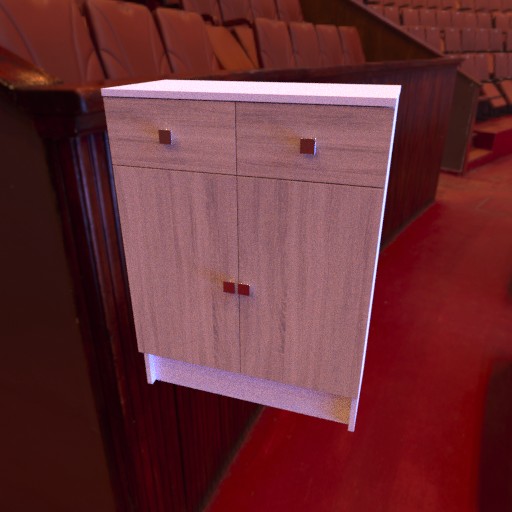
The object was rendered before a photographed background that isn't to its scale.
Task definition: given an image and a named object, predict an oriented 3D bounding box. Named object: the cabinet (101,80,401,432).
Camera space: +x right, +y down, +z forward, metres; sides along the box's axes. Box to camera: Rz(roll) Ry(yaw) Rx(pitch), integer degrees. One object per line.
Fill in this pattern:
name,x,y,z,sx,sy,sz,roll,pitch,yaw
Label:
cabinet,0.000,0.000,1.142,0.600,0.815,0.296,8,27,16
